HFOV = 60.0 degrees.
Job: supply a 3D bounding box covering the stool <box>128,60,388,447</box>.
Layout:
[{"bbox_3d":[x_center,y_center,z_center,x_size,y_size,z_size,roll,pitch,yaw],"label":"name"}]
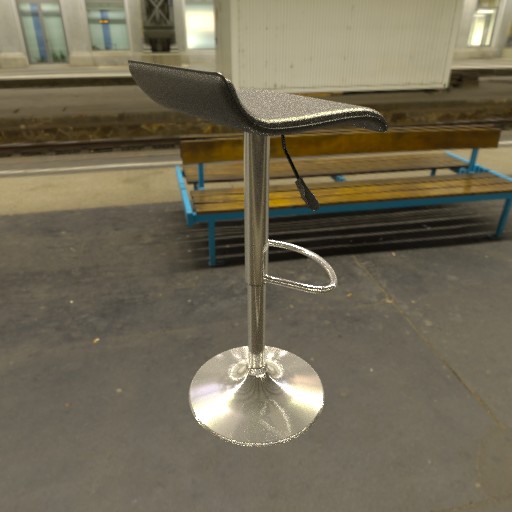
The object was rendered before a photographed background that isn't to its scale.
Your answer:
[{"bbox_3d":[0.000,0.000,1.051,0.381,0.851,0.381,-18,32,-31],"label":"stool"}]
